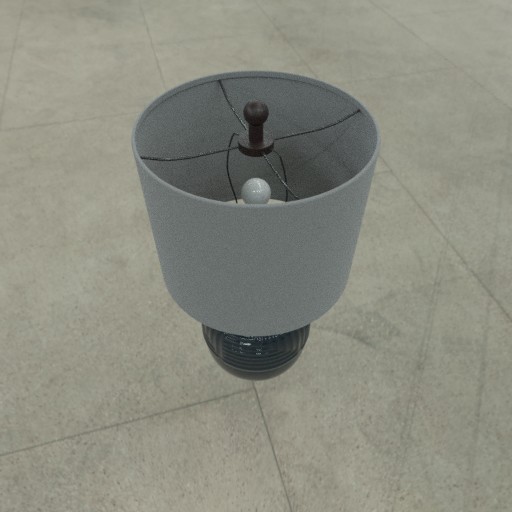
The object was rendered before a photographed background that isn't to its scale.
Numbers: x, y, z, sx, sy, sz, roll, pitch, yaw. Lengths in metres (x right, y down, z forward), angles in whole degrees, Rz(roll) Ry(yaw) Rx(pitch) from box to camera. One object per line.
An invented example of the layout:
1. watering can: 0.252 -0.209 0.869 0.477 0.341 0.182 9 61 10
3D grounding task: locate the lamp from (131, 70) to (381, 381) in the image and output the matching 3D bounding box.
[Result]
1. lamp: 0.000 0.000 0.756 0.318 0.567 0.318 0 48 0
